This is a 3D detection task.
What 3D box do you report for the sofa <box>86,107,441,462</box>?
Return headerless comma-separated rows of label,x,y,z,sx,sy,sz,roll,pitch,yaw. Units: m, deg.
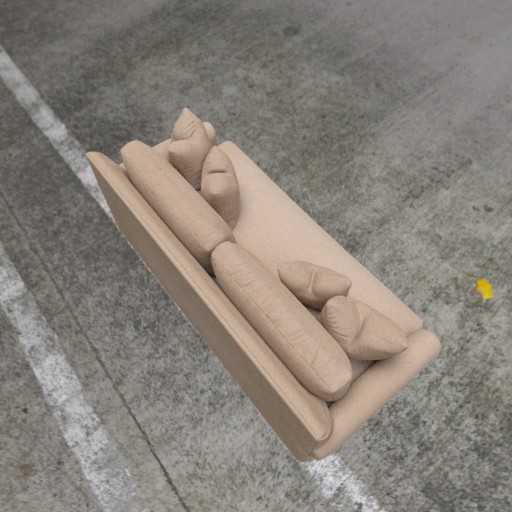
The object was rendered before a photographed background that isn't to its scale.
sofa,0.000,0.000,2.813,1.067,0.904,2.285,-34,64,-19
